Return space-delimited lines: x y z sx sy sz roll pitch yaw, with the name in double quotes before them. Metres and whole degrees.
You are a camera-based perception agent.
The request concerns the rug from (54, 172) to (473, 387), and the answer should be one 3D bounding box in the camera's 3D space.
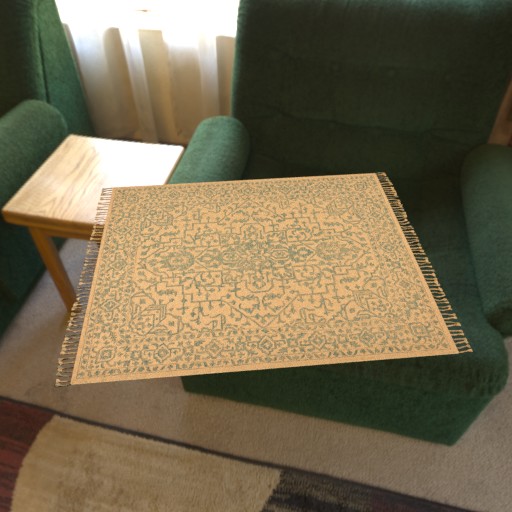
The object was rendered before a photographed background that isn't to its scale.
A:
"rug" 0.000 0.000 4.297 3.327 0.010 2.464 -4 46 -4
